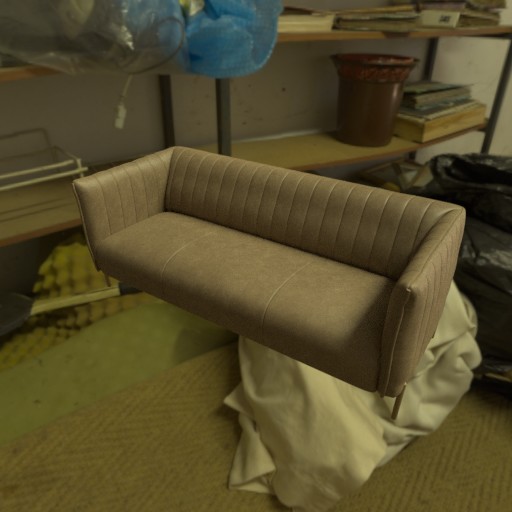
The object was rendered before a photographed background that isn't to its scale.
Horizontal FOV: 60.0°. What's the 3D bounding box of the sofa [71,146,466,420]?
[{"bbox_3d":[0.000,0.000,2.490,1.980,0.779,0.876,19,35,29],"label":"sofa"}]
